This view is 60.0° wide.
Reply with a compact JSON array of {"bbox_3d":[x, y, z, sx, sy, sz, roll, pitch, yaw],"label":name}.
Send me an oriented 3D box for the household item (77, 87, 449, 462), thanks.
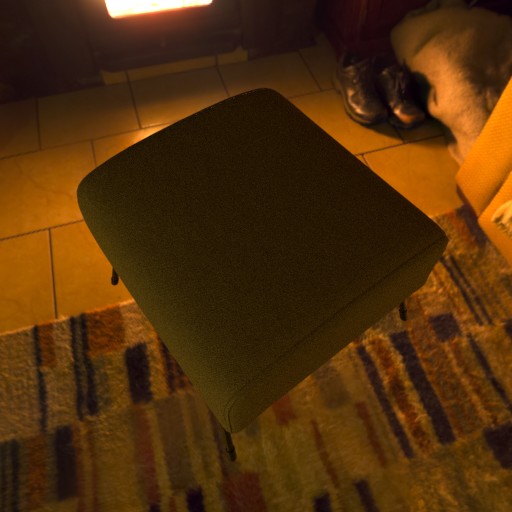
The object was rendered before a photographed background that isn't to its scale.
[{"bbox_3d":[0.000,0.000,0.925,0.530,0.410,0.530,-33,64,-19],"label":"household item"}]
